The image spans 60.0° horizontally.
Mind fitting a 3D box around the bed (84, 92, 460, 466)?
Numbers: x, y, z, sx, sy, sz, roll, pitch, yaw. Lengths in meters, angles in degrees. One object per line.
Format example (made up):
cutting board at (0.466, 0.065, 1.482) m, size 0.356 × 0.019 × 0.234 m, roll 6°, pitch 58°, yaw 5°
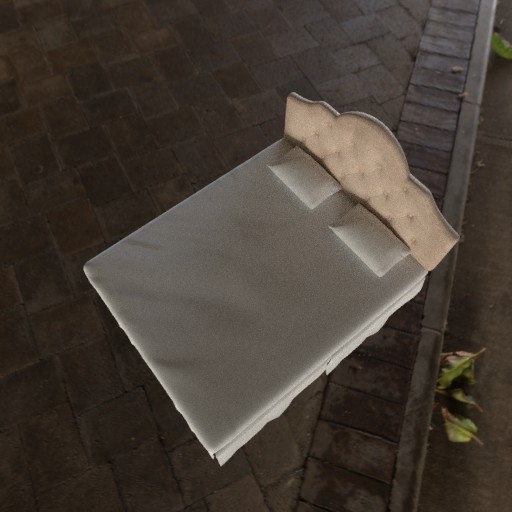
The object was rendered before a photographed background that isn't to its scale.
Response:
bed at (0.000, 0.000, 2.946) m, size 1.970 × 1.194 × 1.667 m, roll -36°, pitch 69°, yaw -16°
